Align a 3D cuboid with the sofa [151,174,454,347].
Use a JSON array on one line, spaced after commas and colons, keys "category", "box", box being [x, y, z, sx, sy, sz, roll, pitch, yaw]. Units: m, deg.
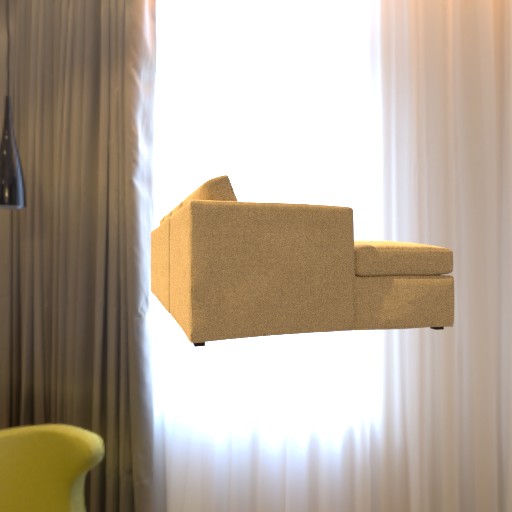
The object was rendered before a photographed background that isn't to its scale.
[{"category": "sofa", "box": [0.000, 0.000, 3.952, 1.650, 0.922, 3.205, 0, 0, -17]}]
